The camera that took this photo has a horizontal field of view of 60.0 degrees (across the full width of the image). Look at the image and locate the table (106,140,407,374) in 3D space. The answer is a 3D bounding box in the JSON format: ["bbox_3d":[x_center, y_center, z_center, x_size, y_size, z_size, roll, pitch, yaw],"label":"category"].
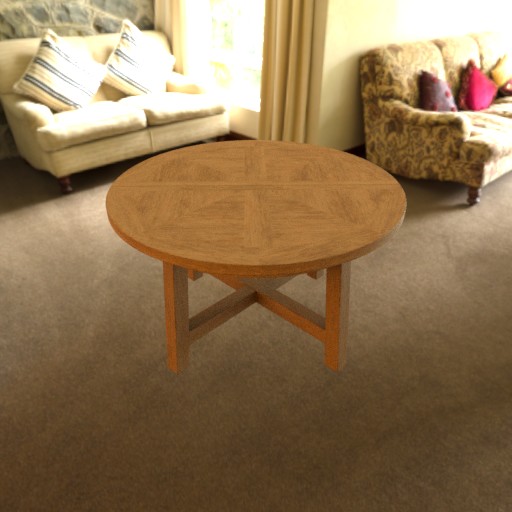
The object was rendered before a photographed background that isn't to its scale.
[{"bbox_3d":[0.000,0.000,2.224,1.319,0.762,1.319,0,32,0],"label":"table"}]
